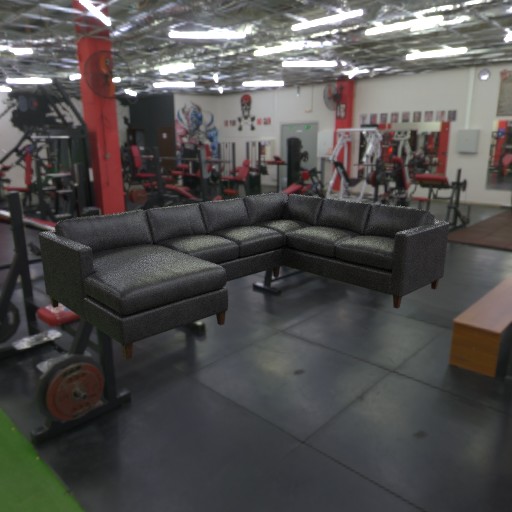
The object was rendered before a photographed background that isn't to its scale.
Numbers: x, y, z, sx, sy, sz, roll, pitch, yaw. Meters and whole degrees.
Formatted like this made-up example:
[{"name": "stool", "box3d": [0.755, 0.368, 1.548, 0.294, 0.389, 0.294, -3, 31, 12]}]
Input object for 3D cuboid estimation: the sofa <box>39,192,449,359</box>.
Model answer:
[{"name": "sofa", "box3d": [0.000, 0.000, 4.484, 3.324, 0.891, 2.452, -14, 20, -42]}]
